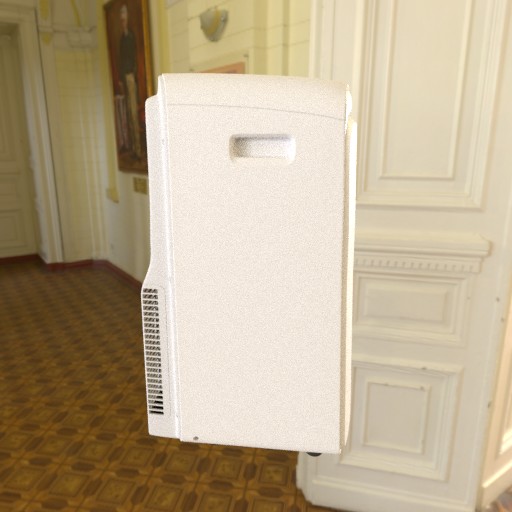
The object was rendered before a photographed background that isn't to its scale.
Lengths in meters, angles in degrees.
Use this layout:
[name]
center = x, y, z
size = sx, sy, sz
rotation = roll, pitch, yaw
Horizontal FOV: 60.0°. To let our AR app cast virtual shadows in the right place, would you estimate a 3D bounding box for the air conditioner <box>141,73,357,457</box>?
[air conditioner]
center = 0.000, 0.000, 1.040
size = 0.467, 0.765, 0.478
rotation = 2, 15, 9
